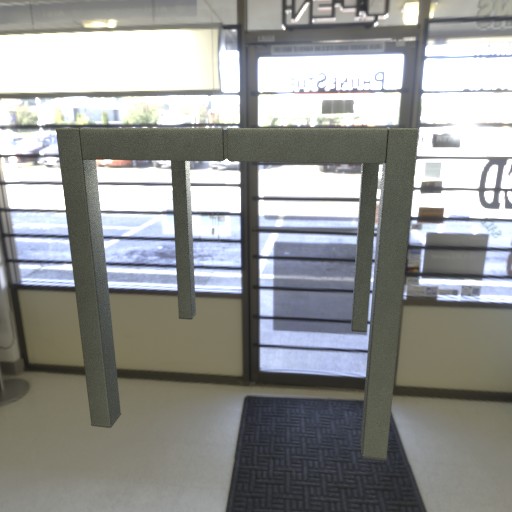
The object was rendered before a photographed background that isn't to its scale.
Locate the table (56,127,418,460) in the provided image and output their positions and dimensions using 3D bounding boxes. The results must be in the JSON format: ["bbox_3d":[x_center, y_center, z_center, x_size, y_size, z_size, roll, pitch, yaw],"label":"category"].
[{"bbox_3d":[0.000,0.000,0.913,0.508,0.508,0.508,3,16,9],"label":"table"}]
